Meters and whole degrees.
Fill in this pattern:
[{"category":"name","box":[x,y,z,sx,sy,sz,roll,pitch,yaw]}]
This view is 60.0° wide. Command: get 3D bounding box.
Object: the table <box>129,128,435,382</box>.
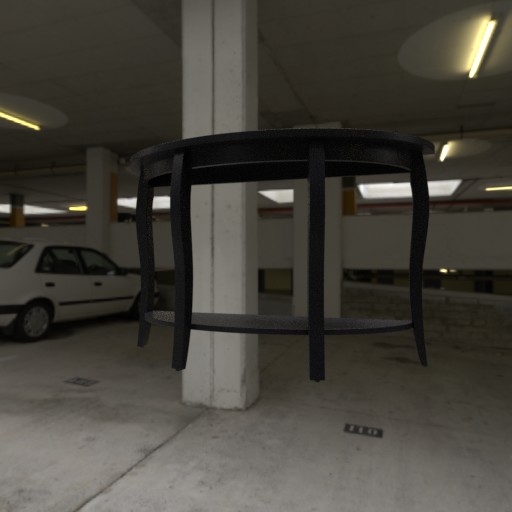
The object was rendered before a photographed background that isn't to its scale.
[{"category":"table","box":[0.000,0.000,1.584,1.219,0.780,0.394,0,-1,18]}]
